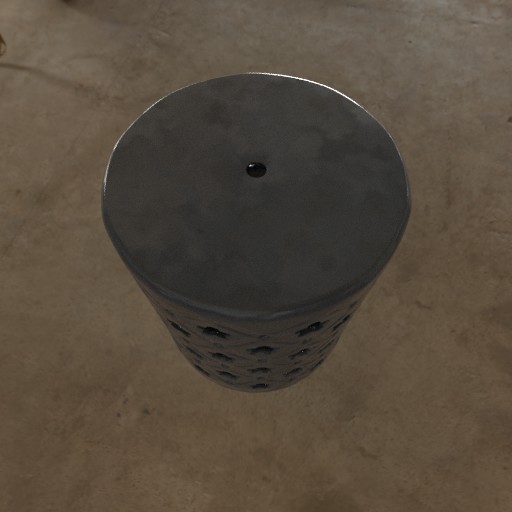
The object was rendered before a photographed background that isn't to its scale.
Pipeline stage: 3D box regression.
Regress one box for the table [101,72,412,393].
[{"bbox_3d":[0.000,0.000,0.664,0.352,0.387,0.352,0,60,0],"label":"table"}]
